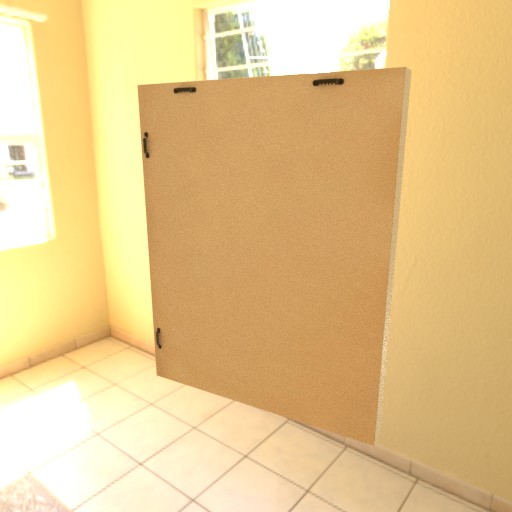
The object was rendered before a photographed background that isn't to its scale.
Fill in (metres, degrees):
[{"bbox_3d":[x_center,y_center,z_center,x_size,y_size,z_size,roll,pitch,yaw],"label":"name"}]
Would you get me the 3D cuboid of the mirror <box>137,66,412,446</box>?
[{"bbox_3d":[0.000,0.000,0.678,0.405,0.508,0.041,8,17,27],"label":"mirror"}]
